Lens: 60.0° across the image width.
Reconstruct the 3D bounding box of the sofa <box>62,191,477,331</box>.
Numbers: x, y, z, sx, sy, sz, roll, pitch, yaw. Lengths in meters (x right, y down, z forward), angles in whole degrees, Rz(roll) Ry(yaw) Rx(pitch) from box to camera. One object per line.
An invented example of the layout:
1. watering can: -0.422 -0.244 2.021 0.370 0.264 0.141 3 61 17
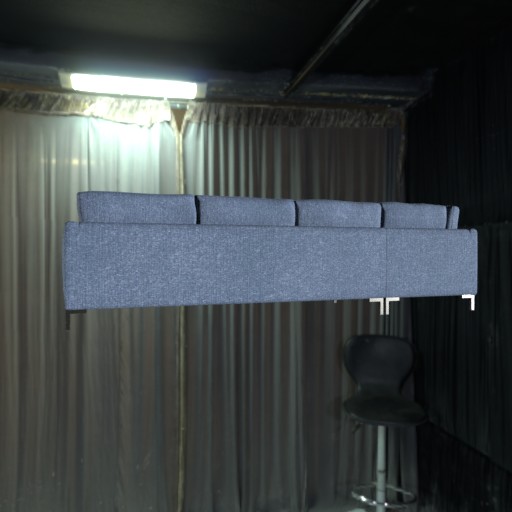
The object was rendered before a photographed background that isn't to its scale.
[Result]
1. sofa: 0.000 0.000 3.859 2.949 0.815 2.007 0 1 -18
